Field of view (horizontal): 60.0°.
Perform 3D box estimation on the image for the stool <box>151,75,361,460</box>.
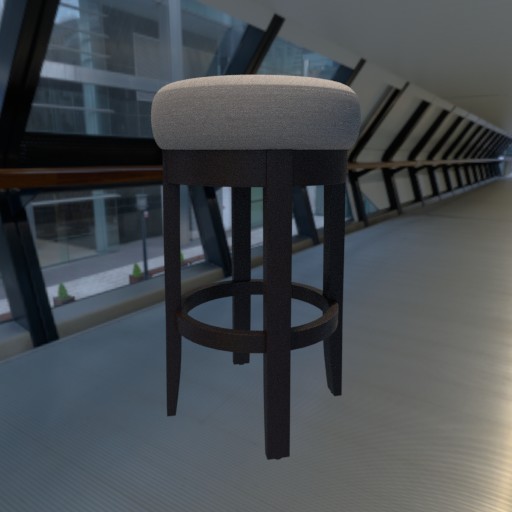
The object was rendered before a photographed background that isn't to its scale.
[{"bbox_3d":[0.000,0.000,1.031,0.443,0.757,0.443,0,14,0],"label":"stool"}]
